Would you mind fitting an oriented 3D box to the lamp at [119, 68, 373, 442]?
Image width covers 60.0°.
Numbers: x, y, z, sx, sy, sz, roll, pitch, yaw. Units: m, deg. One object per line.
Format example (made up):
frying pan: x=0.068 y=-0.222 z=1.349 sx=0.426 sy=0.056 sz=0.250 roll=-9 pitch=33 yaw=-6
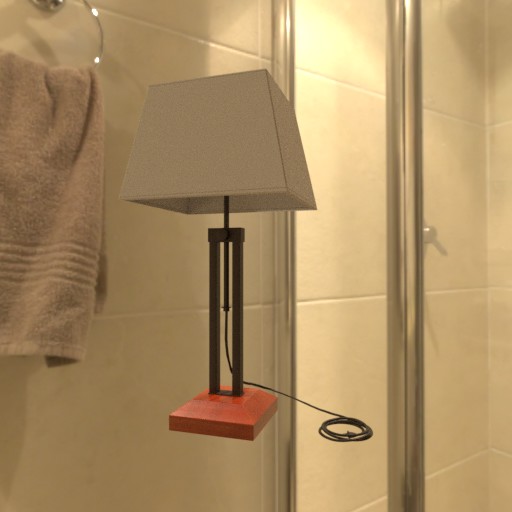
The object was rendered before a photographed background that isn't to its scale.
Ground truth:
lamp: x=0.000 y=0.000 z=0.980 sx=0.498 sy=0.737 sz=0.310 roll=0 pitch=-1 yaw=18
